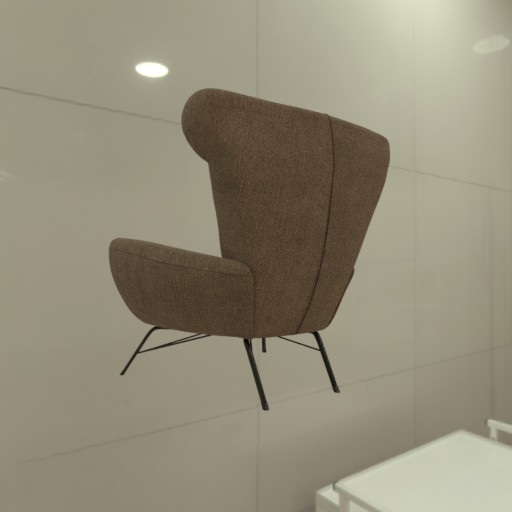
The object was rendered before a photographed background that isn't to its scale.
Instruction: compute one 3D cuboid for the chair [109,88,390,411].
[{"bbox_3d":[0.000,0.000,1.845,0.980,1.040,0.900,0,-1,-37],"label":"chair"}]
